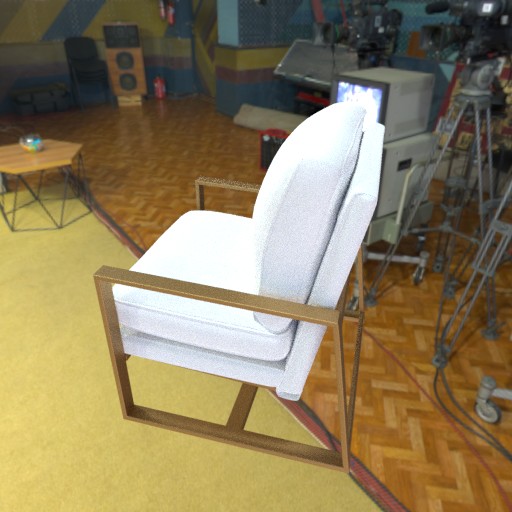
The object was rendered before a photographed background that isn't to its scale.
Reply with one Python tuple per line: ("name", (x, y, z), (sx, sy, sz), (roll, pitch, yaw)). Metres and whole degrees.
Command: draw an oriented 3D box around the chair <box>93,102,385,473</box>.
("chair", (0.000, 0.000, 1.536), (0.813, 0.966, 0.805), (8, 31, 13))
